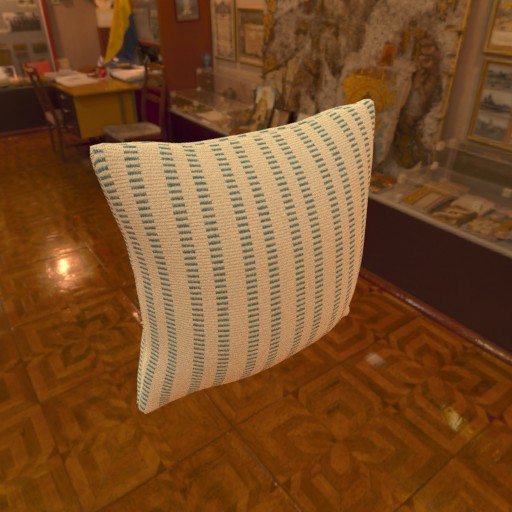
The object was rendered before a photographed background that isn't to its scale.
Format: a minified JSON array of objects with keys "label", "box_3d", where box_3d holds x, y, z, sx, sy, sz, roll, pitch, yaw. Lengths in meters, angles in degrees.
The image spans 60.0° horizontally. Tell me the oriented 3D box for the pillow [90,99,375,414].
[{"label":"pillow","box_3d":[0.000,0.000,0.683,0.438,0.419,0.247,-19,36,-29]}]
